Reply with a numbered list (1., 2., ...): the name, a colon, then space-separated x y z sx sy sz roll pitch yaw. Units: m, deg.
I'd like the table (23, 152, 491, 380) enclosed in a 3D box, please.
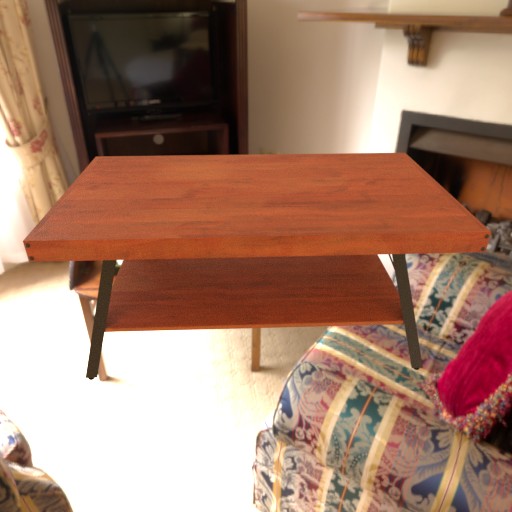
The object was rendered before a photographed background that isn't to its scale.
1. table: 0.000 0.000 1.385 1.067 0.457 0.610 -1 30 -2
